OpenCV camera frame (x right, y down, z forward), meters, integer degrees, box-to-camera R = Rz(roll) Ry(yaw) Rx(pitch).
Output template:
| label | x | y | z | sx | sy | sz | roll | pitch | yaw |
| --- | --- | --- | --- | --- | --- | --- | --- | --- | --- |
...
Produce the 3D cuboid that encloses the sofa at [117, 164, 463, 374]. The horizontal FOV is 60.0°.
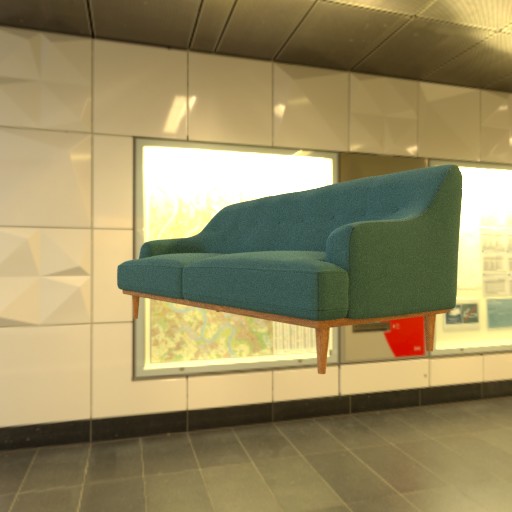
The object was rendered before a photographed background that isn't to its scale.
| label | x | y | z | sx | sy | sz | roll | pitch | yaw |
| --- | --- | --- | --- | --- | --- | --- | --- | --- | --- |
| sofa | 0.000 | 0.000 | 2.588 | 0.978 | 0.871 | 2.057 | 0 | -1 | -36 |
